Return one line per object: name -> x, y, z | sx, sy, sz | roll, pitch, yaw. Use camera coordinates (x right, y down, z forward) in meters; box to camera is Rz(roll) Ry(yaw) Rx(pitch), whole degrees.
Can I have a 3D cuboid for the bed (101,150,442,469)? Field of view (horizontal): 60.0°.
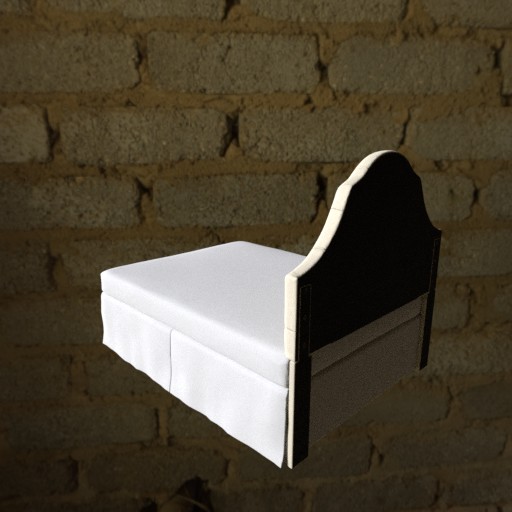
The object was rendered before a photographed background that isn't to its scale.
bed -> 0.000, 0.000, 3.299 | 1.627, 1.575, 2.092 | -14, 21, -42
